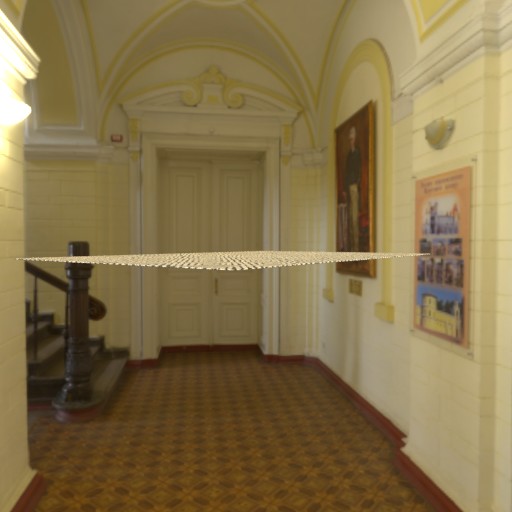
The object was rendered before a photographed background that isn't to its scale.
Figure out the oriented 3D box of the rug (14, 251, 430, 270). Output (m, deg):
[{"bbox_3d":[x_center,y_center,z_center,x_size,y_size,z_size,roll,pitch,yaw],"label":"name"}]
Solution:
[{"bbox_3d":[0.000,0.000,2.165,1.177,0.004,1.750,1,2,37],"label":"rug"}]
